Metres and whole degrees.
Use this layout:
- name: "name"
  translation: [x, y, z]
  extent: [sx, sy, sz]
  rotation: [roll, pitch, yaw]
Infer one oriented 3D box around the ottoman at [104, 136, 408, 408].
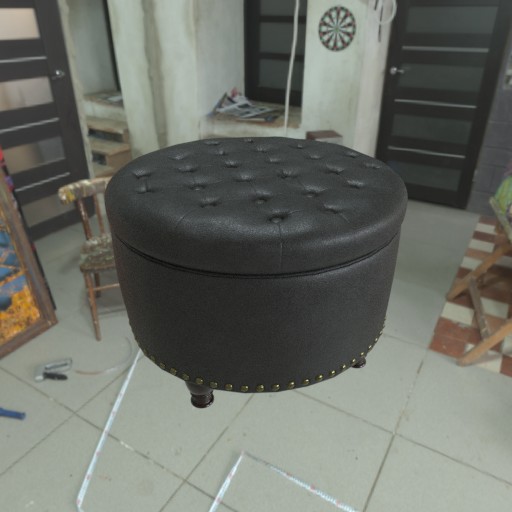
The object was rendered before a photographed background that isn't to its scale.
- name: "ottoman"
  translation: [0.000, 0.000, 1.058]
  extent: [0.637, 0.442, 0.637]
  rotation: [0, 29, 0]
